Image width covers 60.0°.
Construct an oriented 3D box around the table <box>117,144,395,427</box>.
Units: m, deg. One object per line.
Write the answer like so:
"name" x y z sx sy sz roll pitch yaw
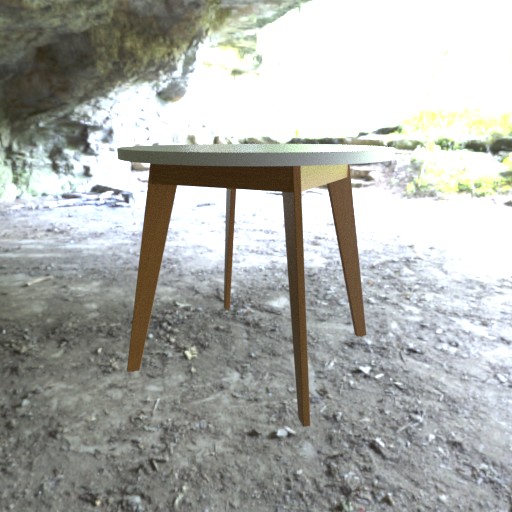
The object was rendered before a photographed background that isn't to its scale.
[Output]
"table" 0.000 0.000 1.592 0.896 0.762 0.896 0 15 0
